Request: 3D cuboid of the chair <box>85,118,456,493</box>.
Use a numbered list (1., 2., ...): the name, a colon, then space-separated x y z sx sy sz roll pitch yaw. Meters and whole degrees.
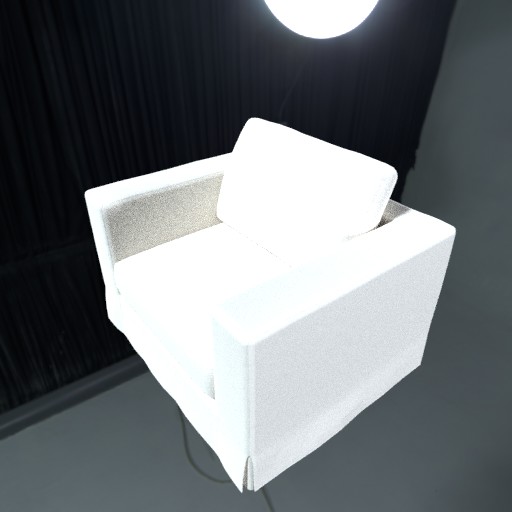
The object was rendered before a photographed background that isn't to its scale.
1. chair: 0.000 0.000 1.786 0.957 0.878 1.150 -23 39 -31
